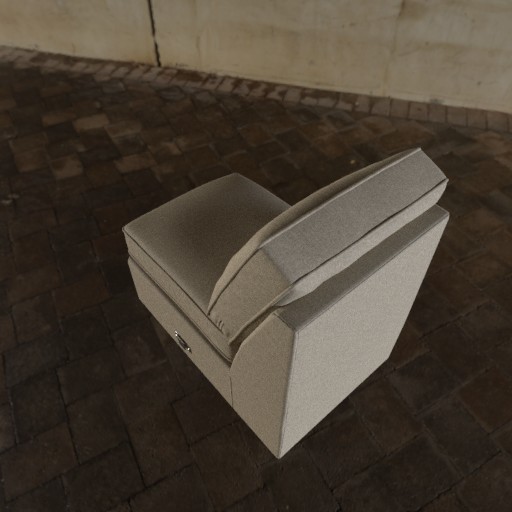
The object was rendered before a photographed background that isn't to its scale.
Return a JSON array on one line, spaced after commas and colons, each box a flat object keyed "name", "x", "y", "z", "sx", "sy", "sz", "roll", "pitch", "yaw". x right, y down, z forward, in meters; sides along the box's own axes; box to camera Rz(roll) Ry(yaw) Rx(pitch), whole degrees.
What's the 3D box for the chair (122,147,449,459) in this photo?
[{"name": "chair", "x": 0.000, "y": 0.000, "z": 1.688, "sx": 0.674, "sy": 1.058, "sz": 1.020, "roll": -32, "pitch": 54, "yaw": -27}]
